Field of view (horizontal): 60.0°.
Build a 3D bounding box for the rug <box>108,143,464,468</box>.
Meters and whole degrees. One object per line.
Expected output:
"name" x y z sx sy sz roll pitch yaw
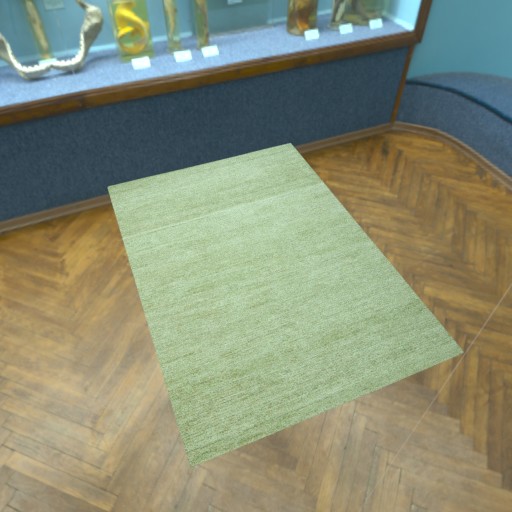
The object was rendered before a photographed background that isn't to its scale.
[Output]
"rug" 0.000 0.000 3.001 1.606 0.017 2.270 -17 50 -15
